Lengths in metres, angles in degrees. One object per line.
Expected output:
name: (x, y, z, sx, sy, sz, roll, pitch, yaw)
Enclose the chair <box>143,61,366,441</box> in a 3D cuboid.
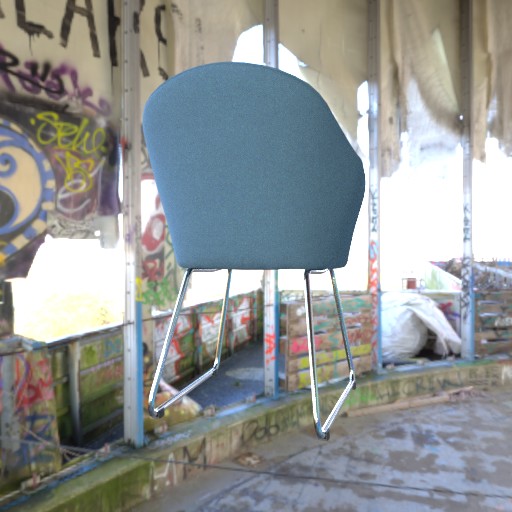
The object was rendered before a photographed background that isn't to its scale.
chair: (0.000, 0.000, 1.203, 0.570, 0.815, 0.585, 0, 1, 18)
